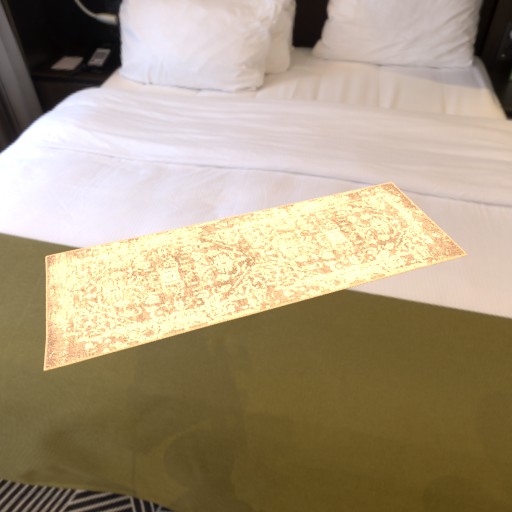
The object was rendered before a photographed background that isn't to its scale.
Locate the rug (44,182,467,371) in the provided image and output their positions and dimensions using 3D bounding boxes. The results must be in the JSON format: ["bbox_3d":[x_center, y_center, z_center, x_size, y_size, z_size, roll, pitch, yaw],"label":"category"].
[{"bbox_3d":[0.000,0.000,2.710,2.452,0.017,0.855,-14,45,-14],"label":"rug"}]
